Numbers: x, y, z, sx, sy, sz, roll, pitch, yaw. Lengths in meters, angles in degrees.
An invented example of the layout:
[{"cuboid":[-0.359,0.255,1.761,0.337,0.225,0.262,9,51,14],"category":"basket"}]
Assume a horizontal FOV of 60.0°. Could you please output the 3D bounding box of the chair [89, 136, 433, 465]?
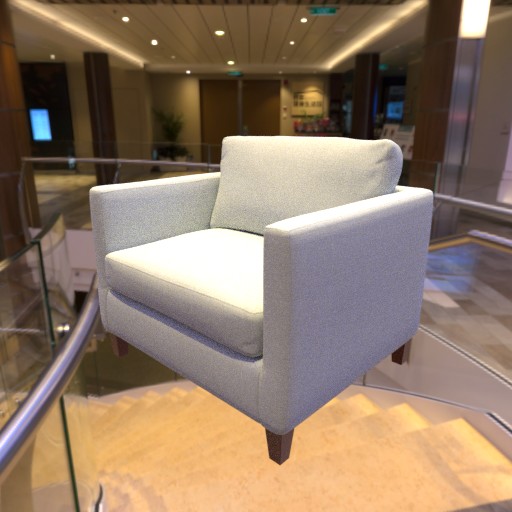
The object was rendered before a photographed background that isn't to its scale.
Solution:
[{"cuboid":[0.000,0.000,1.862,1.107,0.961,0.953,16,23,41],"category":"chair"}]
